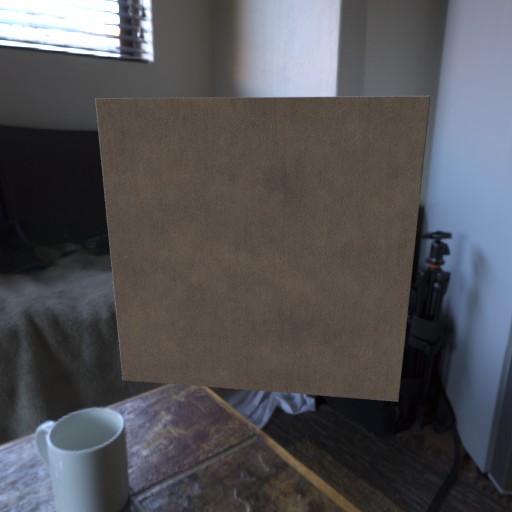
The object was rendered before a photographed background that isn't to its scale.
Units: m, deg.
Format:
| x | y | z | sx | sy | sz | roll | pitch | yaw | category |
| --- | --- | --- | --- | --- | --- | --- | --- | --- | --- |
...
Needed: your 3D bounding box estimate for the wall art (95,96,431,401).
| x | y | z | sx | sy | sz | roll | pitch | yaw | category |
| --- | --- | --- | --- | --- | --- | --- | --- | --- | --- |
| 0.000 | 0.000 | 0.673 | 0.455 | 0.453 | 0.023 | 2 | 17 | 7 | wall art |
